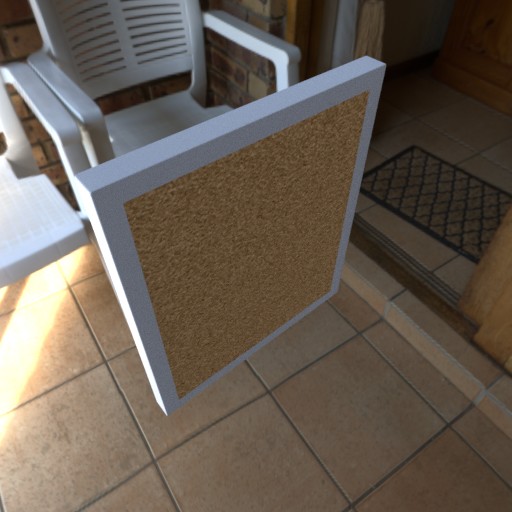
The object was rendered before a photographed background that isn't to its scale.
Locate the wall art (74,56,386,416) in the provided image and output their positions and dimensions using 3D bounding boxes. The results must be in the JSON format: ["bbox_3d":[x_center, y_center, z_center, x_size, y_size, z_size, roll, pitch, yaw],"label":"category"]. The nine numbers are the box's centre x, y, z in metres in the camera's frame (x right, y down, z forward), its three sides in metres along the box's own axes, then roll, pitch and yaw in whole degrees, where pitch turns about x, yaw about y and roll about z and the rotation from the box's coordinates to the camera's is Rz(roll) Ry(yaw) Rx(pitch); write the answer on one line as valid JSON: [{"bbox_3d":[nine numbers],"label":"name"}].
[{"bbox_3d":[0.000,0.000,0.534,0.331,0.381,0.028,-31,54,-26],"label":"wall art"}]
